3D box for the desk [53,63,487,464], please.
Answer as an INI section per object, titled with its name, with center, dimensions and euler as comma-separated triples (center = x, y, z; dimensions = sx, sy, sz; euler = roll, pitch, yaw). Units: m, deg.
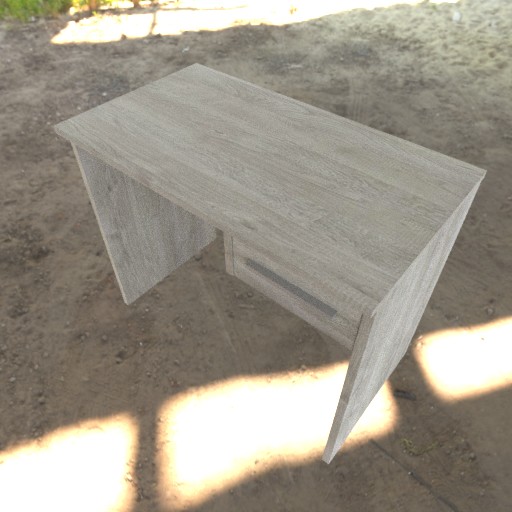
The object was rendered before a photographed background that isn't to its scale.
[desk]
center = 0.000, 0.000, 1.287
dimensions = 0.893, 0.724, 0.498
euler = 31, 53, 27
